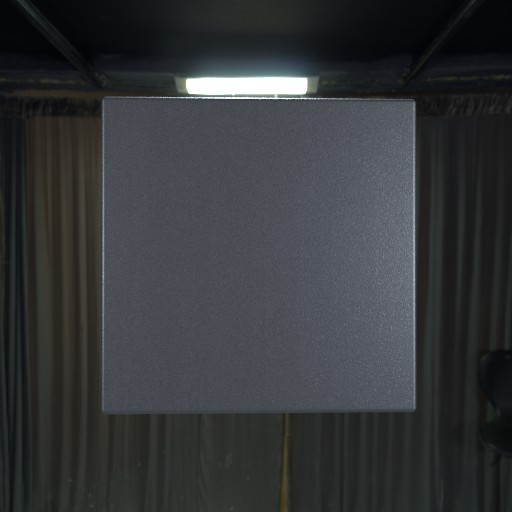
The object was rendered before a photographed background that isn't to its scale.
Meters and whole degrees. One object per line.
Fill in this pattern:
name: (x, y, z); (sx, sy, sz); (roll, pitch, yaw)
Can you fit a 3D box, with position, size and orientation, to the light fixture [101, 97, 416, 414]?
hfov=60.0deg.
light fixture: (0.000, 0.000, 0.240); (0.121, 0.121, 0.143); (0, 0, -1)
